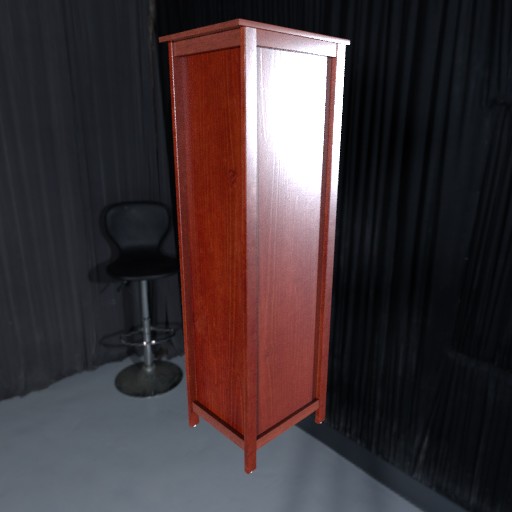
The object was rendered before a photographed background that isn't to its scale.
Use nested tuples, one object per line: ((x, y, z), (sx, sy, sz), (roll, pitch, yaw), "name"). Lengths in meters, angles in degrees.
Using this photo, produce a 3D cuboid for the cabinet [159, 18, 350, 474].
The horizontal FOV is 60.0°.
((0.000, 0.000, 1.704), (0.500, 1.518, 0.401), (-16, 23, -41), "cabinet")
